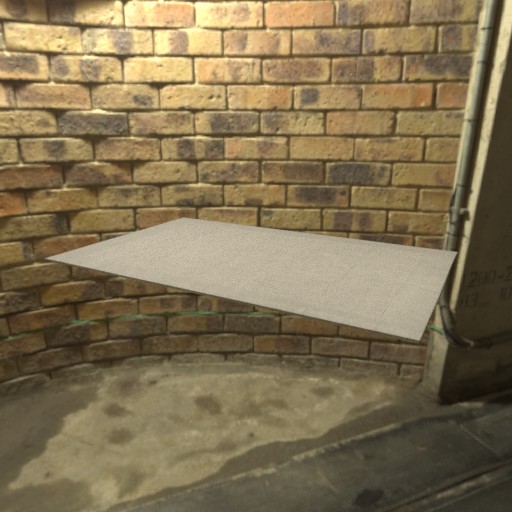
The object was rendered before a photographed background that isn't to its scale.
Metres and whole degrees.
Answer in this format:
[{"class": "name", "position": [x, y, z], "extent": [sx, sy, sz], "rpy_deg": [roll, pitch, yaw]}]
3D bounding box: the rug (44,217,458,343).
[{"class": "rug", "position": [0.000, 0.000, 3.074], "extent": [2.438, 0.014, 1.524], "rpy_deg": [9, 19, 28]}]
